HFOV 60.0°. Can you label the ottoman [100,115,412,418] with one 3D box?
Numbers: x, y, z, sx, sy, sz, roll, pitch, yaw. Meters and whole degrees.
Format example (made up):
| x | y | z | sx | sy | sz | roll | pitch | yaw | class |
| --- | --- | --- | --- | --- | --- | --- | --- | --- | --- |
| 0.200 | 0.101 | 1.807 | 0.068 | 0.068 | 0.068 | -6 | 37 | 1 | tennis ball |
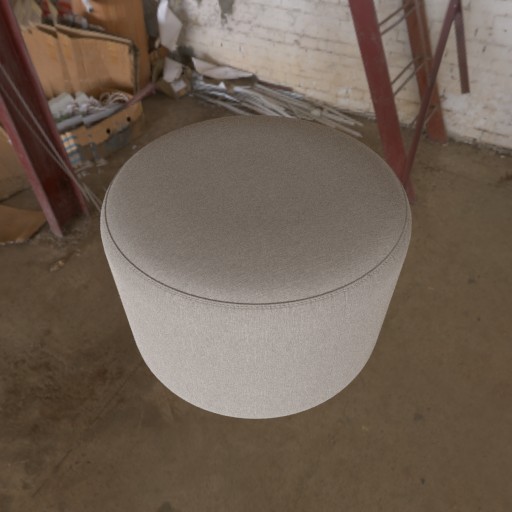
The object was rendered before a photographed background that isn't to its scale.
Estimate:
| x | y | z | sx | sy | sz | roll | pitch | yaw | class |
| --- | --- | --- | --- | --- | --- | --- | --- | --- | --- |
| 0.000 | 0.000 | 0.998 | 0.608 | 0.433 | 0.608 | 0 | 45 | 0 | ottoman |
